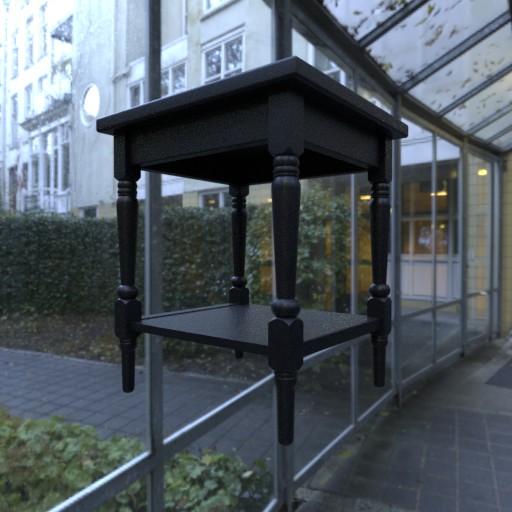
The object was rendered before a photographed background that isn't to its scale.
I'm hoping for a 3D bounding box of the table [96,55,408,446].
[{"bbox_3d":[0.000,0.000,0.935,0.488,0.565,0.442,1,1,38],"label":"table"}]
